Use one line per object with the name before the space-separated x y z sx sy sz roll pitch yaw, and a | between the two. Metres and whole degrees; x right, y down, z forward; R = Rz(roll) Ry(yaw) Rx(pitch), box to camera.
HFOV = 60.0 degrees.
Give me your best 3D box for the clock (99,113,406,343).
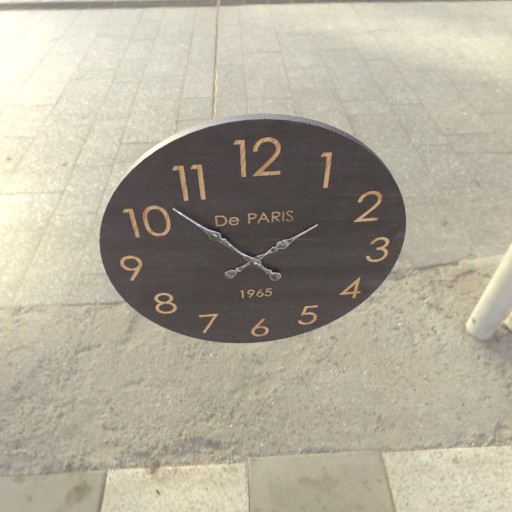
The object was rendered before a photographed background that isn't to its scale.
clock | 0.000 0.000 0.886 0.595 0.595 0.029 -4 45 -4
